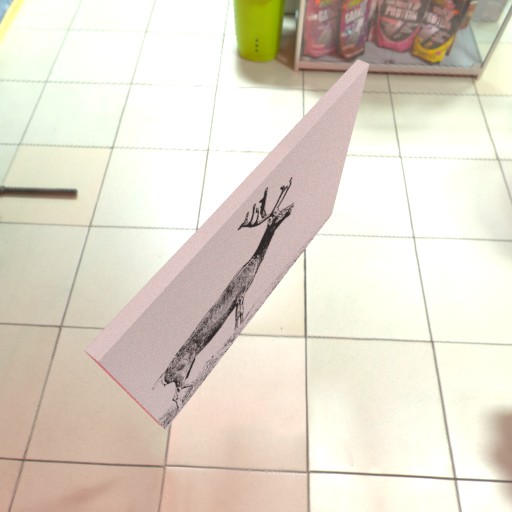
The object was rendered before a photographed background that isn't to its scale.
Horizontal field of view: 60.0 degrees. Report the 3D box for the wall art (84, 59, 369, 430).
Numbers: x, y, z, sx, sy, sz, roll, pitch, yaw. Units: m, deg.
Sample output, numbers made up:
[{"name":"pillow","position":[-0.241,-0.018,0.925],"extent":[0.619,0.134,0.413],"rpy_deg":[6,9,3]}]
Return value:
[{"name":"wall art","position":[0.000,0.000,1.158],"extent":[0.033,0.617,0.906],"rpy_deg":[31,64,17]}]
